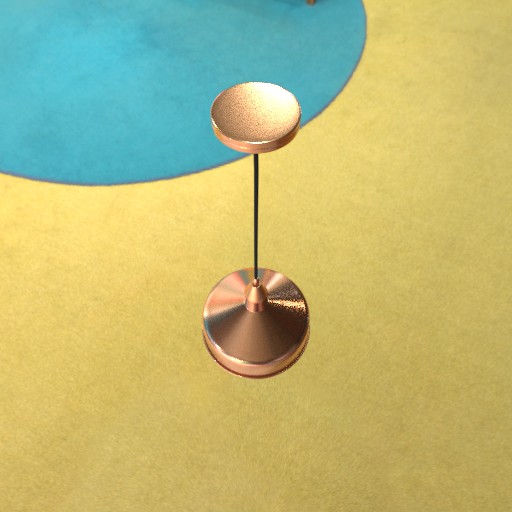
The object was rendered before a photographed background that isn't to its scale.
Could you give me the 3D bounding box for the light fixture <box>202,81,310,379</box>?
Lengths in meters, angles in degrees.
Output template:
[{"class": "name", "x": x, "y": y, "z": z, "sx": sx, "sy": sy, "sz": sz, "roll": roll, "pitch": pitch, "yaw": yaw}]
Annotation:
[{"class": "light fixture", "x": 0.000, "y": 0.000, "z": 0.922, "sx": 0.301, "sy": 0.754, "sz": 0.301, "roll": -13, "pitch": 59, "yaw": -8}]
